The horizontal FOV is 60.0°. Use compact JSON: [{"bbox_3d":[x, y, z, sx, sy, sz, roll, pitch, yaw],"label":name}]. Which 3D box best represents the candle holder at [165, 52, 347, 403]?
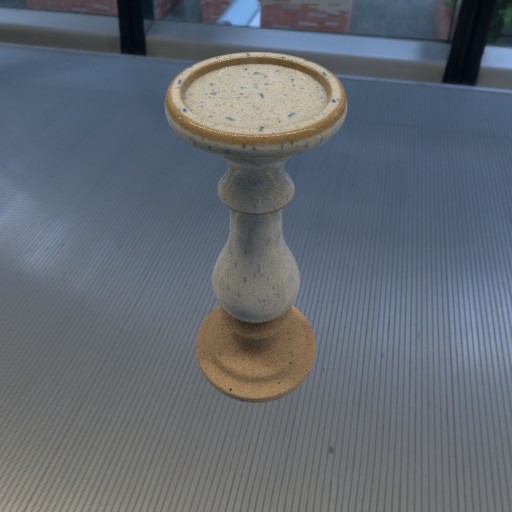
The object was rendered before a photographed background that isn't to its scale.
[{"bbox_3d":[0.000,0.000,0.256,0.088,0.203,0.088,0,47,0],"label":"candle holder"}]
